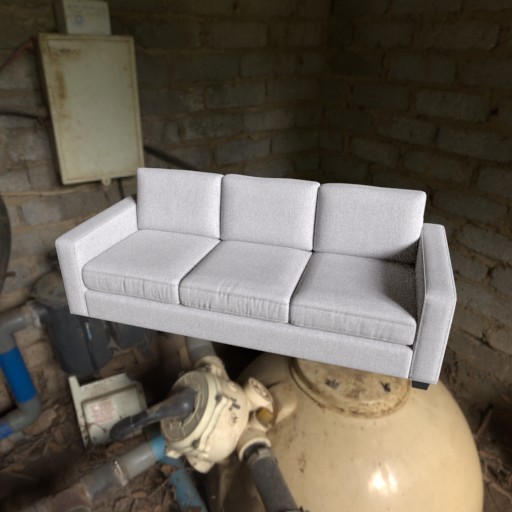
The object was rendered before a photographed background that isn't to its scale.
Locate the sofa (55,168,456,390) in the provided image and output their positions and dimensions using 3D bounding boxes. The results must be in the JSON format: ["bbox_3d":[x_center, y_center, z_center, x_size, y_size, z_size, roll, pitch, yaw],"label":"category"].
[{"bbox_3d":[0.000,0.000,2.653,2.120,0.800,0.900,8,28,15],"label":"sofa"}]
